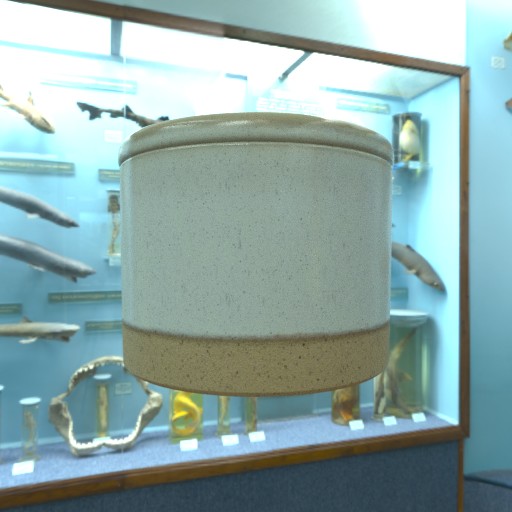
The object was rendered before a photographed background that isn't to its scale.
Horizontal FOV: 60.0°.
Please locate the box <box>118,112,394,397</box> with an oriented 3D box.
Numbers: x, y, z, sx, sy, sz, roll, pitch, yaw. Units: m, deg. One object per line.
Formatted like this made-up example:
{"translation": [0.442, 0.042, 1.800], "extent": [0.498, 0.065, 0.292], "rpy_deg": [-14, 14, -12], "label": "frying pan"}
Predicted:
{"translation": [0.000, 0.000, 0.259], "extent": [0.154, 0.123, 0.154], "rpy_deg": [0, 0, 0], "label": "box"}
